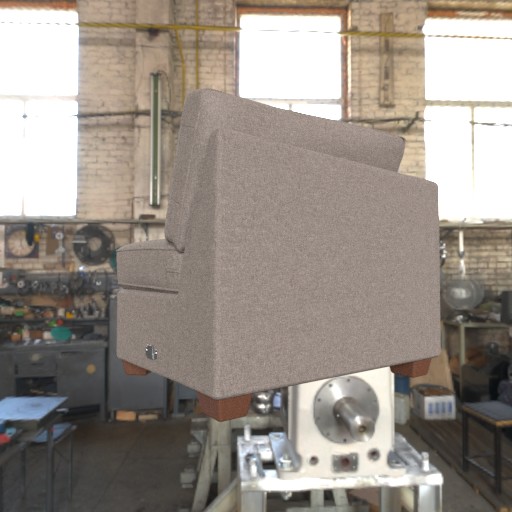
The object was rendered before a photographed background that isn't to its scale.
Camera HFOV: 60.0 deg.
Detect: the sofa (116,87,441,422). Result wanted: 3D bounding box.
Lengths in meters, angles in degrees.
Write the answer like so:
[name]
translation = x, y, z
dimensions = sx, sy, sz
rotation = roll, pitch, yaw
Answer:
[sofa]
translation = 0.000, 0.000, 1.866
dimensions = 1.042, 0.951, 1.050
rotation = 1, -2, -36
